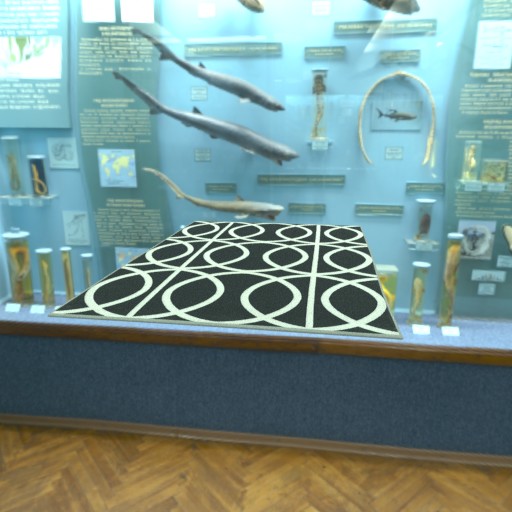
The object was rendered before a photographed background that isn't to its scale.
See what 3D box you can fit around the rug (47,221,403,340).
[{"bbox_3d":[0.000,0.000,2.931,1.526,0.014,2.290,2,15,8],"label":"rug"}]
